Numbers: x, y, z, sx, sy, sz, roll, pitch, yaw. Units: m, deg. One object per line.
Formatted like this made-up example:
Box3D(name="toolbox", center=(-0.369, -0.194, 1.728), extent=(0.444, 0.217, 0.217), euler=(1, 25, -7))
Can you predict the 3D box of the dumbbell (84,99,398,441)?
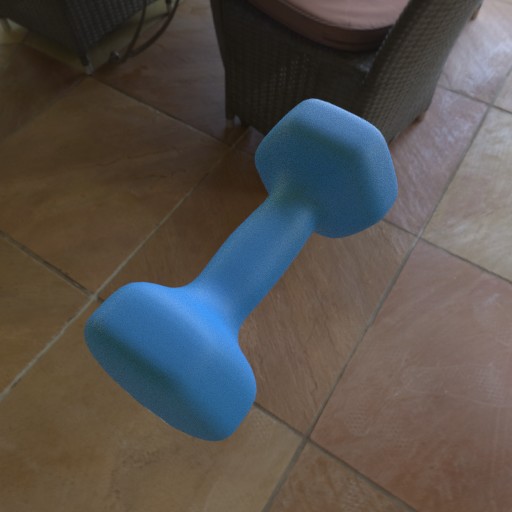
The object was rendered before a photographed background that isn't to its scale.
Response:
Box3D(name="dumbbell", center=(0.000, 0.000, 0.194), extent=(0.074, 0.066, 0.152), euler=(32, 65, 17))
